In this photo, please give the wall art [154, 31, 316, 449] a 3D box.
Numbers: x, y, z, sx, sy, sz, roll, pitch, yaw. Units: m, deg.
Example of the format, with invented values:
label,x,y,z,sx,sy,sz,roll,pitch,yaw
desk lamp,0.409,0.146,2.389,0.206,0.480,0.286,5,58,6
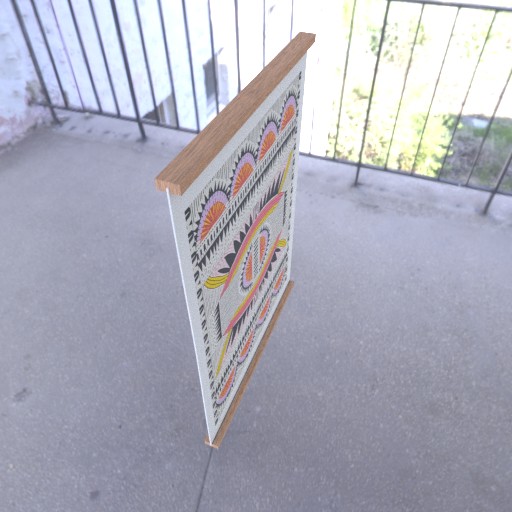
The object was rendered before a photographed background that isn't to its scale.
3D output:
label,x,y,z,sx,sy,sz,roll,pitch,yaw
wall art,0.000,0.000,0.786,0.028,0.609,0.456,16,47,16
